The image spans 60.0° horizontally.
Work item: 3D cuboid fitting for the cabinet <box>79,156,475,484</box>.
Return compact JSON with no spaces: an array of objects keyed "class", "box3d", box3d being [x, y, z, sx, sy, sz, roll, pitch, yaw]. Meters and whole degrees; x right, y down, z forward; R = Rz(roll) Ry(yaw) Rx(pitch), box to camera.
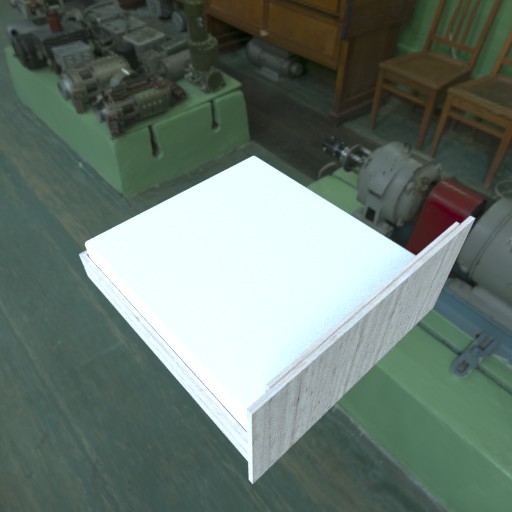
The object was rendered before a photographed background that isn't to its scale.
[{"class":"cabinet","box3d":[0.000,0.000,3.288,1.950,0.970,2.080,-33,55,-28]}]
